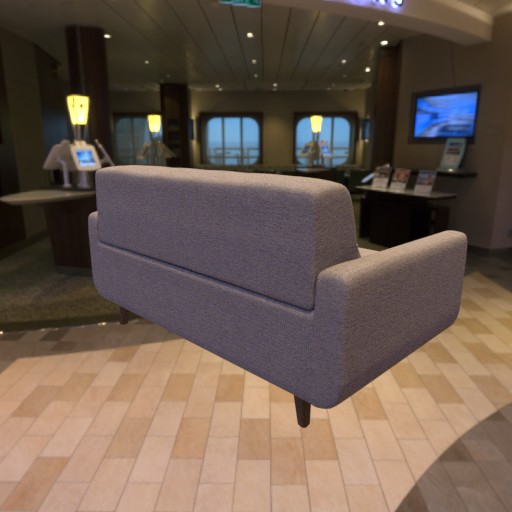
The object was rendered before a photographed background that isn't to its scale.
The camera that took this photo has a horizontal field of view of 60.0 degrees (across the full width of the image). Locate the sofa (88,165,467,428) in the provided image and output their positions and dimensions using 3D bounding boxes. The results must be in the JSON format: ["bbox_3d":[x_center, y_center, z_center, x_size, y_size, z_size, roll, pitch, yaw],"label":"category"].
[{"bbox_3d":[0.000,0.000,2.125,0.909,0.841,1.631,-14,20,-43],"label":"sofa"}]
